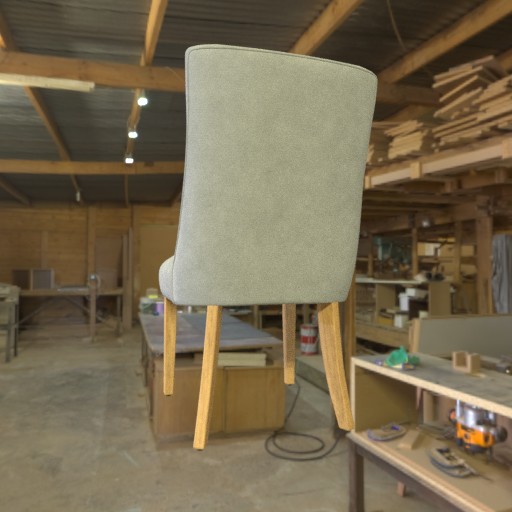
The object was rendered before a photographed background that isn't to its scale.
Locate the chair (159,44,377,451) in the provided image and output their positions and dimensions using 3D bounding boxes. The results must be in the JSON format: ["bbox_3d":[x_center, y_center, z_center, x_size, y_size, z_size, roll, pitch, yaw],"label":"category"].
[{"bbox_3d":[0.000,0.000,1.251,0.495,0.902,0.610,0,-1,-18],"label":"chair"}]
